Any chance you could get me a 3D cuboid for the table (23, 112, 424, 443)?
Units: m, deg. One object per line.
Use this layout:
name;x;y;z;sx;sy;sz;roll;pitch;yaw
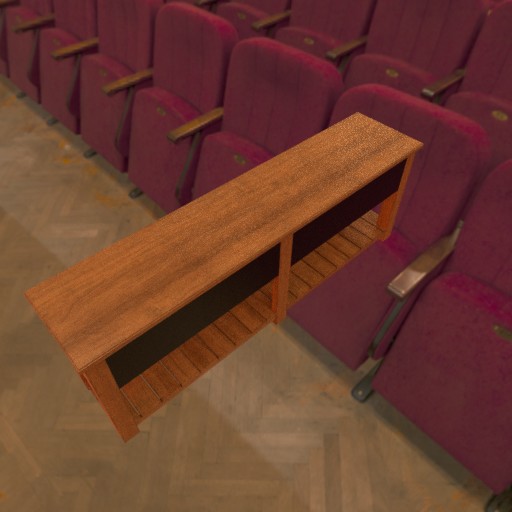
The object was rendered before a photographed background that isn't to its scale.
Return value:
table;0.000;0.000;2.073;1.815;0.635;0.425;-34;55;-27
